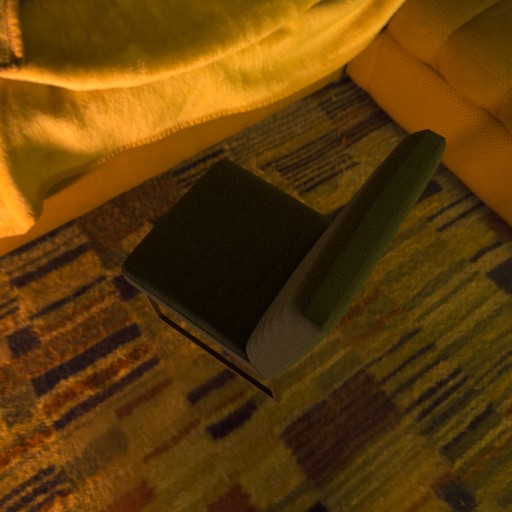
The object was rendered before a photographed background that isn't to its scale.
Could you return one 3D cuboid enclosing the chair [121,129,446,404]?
[{"bbox_3d":[0.000,0.000,1.286,0.634,0.930,0.520,32,66,15],"label":"chair"}]
